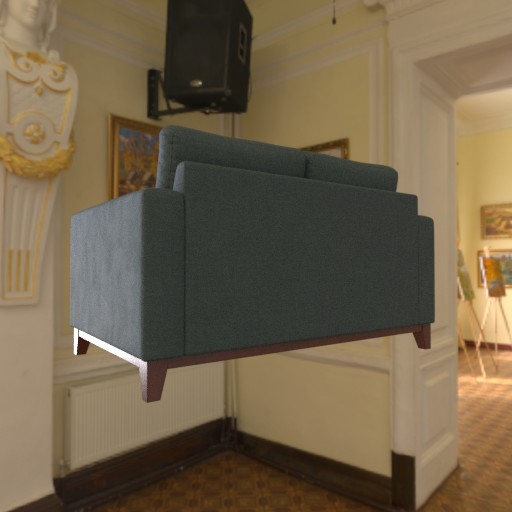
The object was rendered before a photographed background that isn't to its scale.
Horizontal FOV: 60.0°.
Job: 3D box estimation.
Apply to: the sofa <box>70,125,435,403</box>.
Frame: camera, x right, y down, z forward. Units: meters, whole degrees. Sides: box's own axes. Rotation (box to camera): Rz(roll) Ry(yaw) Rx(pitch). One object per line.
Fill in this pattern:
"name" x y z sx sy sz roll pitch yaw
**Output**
"sofa" 0.000 0.000 2.119 1.489 0.903 0.955 1 -1 -36
